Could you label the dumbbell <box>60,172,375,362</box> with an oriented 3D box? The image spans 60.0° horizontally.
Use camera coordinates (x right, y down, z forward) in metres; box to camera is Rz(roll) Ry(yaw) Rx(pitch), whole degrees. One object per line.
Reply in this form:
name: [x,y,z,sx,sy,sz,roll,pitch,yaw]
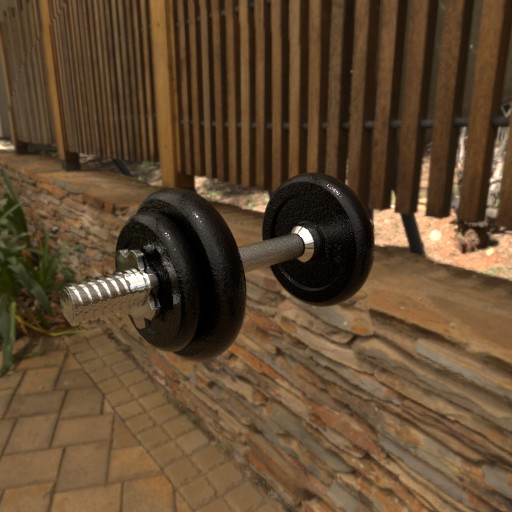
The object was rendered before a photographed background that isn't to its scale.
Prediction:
dumbbell: [0.000,0.000,0.587,0.497,0.202,0.202,-15,22,-41]
